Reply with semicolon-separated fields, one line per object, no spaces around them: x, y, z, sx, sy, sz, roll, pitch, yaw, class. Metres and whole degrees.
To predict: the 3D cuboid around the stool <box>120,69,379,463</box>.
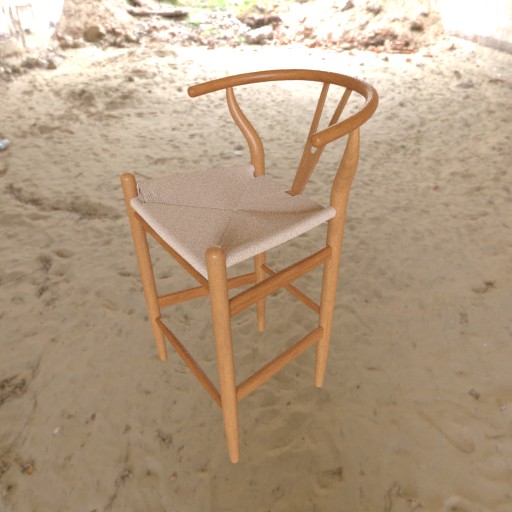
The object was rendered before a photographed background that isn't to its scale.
0.000;0.000;1.324;0.579;0.970;0.569;-20;37;-29;stool
